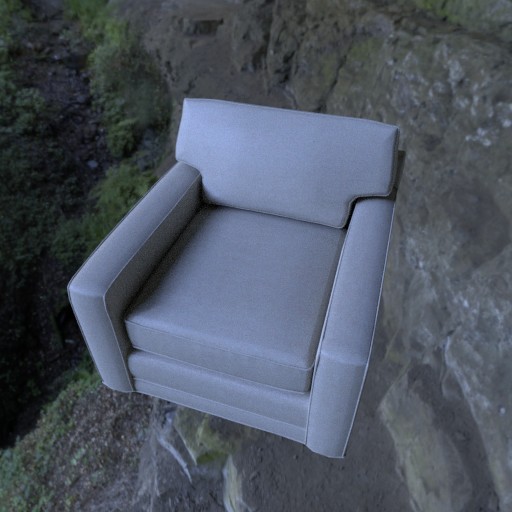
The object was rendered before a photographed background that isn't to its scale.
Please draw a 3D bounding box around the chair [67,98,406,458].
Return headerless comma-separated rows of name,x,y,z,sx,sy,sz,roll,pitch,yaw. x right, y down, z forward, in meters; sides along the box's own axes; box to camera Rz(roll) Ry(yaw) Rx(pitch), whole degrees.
chair,0.000,0.000,1.785,0.998,0.913,1.043,12,43,13
